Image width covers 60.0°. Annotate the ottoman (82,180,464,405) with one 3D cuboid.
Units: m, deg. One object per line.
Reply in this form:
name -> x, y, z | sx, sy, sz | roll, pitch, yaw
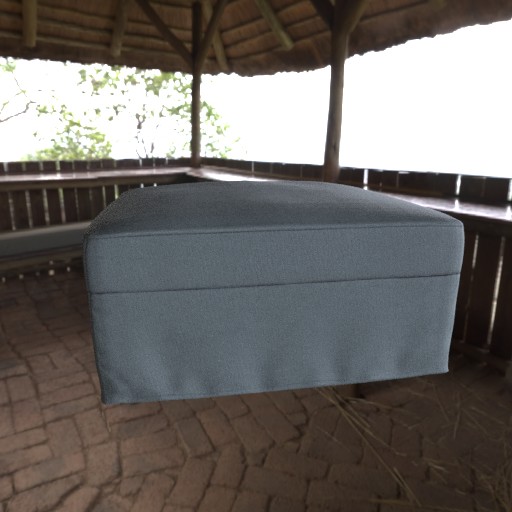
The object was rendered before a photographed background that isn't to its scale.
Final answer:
ottoman -> 0.000, 0.000, 1.346 | 0.843, 0.441, 0.842 | -3, 15, -9
